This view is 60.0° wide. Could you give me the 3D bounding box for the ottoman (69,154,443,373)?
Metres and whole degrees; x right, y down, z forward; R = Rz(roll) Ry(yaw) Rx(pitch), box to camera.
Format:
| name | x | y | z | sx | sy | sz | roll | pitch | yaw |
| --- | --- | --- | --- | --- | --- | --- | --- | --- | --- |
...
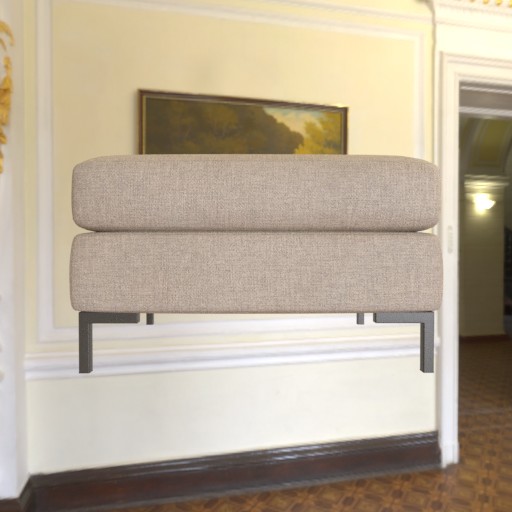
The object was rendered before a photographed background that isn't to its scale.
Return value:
| name | x | y | z | sx | sy | sz | roll | pitch | yaw |
| --- | --- | --- | --- | --- | --- | --- | --- | --- | --- |
| ottoman | 0.000 | 0.000 | 1.253 | 0.820 | 0.490 | 0.671 | 0 | 1 | 0 |
